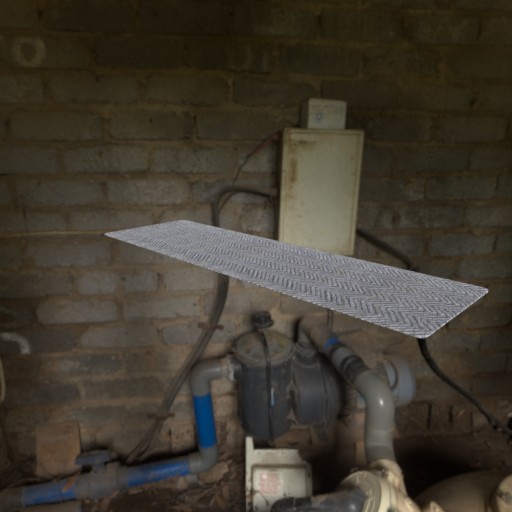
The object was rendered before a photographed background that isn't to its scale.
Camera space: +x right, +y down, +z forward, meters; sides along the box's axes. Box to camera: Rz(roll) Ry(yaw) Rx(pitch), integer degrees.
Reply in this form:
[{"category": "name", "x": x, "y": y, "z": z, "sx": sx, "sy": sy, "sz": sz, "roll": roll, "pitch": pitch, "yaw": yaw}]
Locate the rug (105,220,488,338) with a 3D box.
[{"category": "rug", "x": 0.000, "y": 0.000, "z": 2.531, "sx": 2.286, "sy": 0.008, "sz": 0.686, "roll": 15, "pitch": 22, "yaw": 42}]
